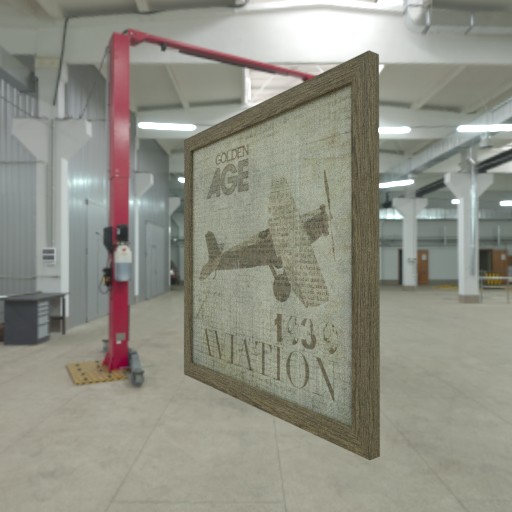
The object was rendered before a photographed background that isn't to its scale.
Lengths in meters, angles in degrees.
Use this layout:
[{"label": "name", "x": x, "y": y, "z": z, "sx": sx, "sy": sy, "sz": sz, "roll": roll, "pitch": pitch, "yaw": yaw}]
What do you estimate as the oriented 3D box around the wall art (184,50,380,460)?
[{"label": "wall art", "x": 0.000, "y": 0.000, "z": 0.760, "sx": 0.019, "sy": 0.508, "sz": 0.508, "roll": 0, "pitch": -1, "yaw": -36}]
